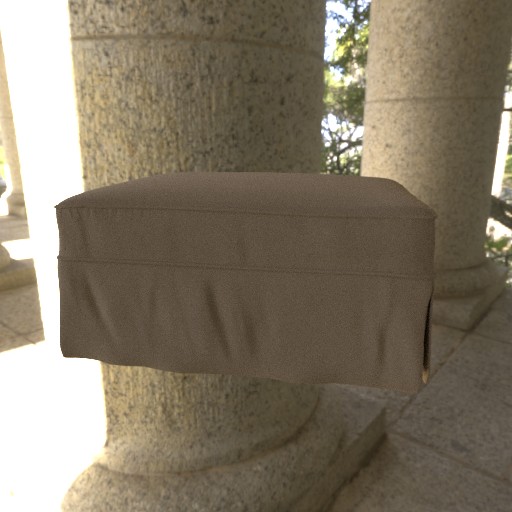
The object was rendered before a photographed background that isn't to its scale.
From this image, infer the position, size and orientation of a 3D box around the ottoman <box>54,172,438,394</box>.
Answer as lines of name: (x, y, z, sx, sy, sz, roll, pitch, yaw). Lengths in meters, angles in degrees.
ottoman: (0.000, 0.000, 1.340, 0.959, 0.482, 0.721, 3, 16, 10)
